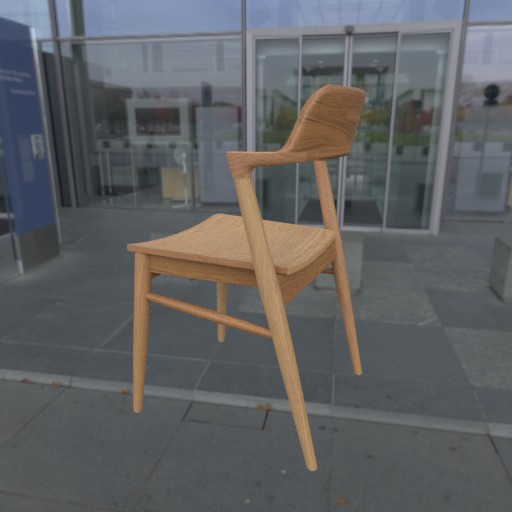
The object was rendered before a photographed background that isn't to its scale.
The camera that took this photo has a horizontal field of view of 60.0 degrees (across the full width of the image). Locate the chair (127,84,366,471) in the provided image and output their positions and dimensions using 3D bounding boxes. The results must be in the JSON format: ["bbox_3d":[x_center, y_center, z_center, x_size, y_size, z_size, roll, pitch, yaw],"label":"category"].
[{"bbox_3d":[0.000,0.000,1.139,0.499,0.792,0.512,8,18,25],"label":"chair"}]
